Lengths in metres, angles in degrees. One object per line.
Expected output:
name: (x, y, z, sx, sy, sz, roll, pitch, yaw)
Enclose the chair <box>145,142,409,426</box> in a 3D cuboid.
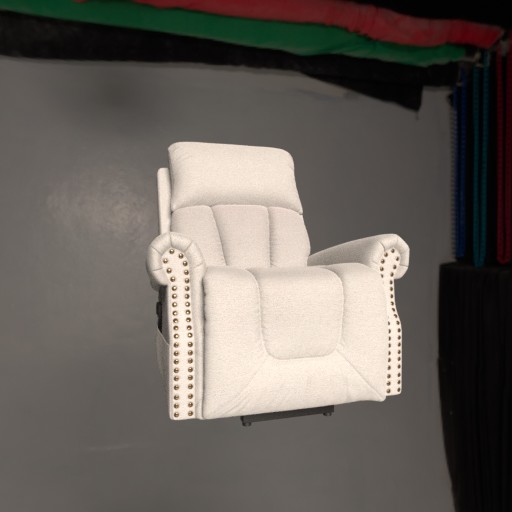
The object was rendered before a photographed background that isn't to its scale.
chair: (0.000, 0.000, 1.731, 0.871, 1.031, 0.979, 0, 1, -17)
